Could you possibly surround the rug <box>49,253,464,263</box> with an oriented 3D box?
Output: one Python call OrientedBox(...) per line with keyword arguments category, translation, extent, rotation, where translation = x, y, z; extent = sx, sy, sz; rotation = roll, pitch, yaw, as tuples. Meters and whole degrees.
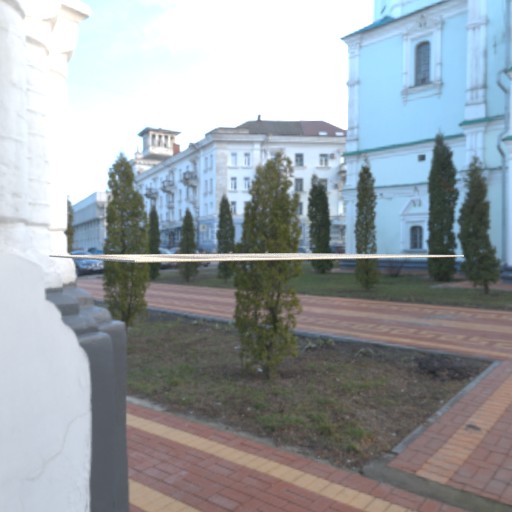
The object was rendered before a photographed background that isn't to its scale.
OrientedBox(category="rug", translation=(0.000, 0.000, 2.801), extent=(2.142, 0.010, 1.533), rotation=(-1, 1, -35))
